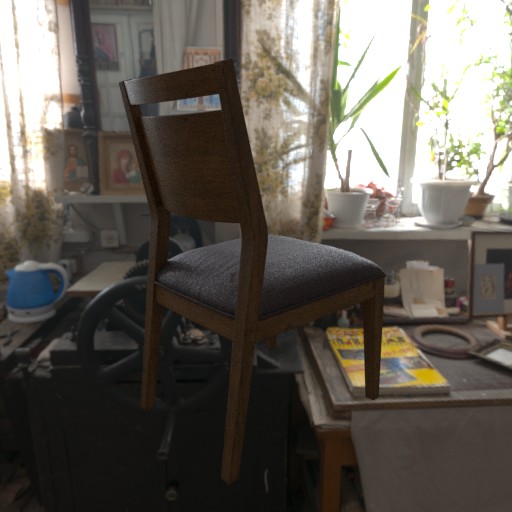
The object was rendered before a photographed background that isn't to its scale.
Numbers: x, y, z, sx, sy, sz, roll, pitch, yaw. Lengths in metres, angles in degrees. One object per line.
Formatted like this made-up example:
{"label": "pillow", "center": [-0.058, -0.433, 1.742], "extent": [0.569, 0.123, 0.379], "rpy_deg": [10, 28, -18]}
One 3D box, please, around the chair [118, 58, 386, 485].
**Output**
{"label": "chair", "center": [0.000, 0.000, 1.268], "extent": [0.610, 0.939, 0.501], "rpy_deg": [-13, 19, -41]}
